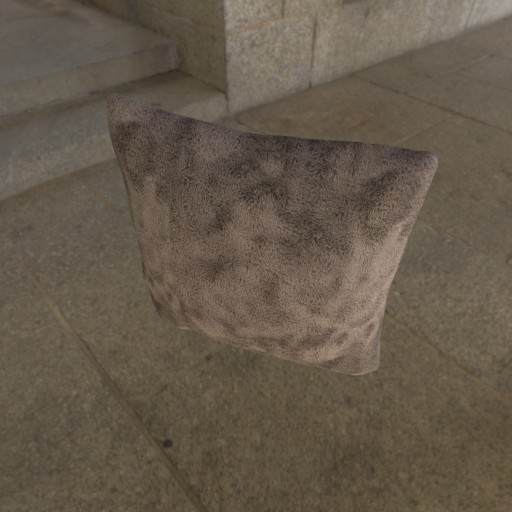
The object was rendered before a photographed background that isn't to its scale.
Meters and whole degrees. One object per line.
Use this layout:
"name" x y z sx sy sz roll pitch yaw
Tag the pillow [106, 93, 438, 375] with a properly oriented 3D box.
"pillow" 0.000 0.000 0.802 0.522 0.520 0.204 13 44 14
